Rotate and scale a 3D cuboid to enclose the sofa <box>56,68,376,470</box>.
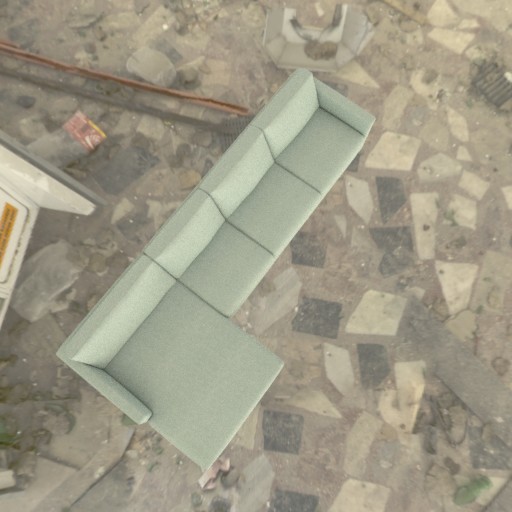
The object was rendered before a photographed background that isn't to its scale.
[{"bbox_3d":[0.000,0.000,4.139,1.600,0.953,3.470,36,78,9],"label":"sofa"}]
